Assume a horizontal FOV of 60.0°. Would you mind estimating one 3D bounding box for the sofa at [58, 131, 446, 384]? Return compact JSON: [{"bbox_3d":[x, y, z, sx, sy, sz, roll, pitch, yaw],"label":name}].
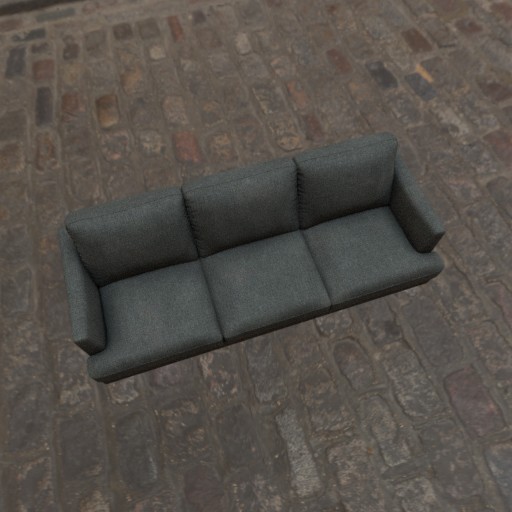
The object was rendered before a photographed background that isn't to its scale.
[{"bbox_3d":[0.000,0.000,2.799,2.246,0.930,0.903,-16,63,-8],"label":"sofa"}]
